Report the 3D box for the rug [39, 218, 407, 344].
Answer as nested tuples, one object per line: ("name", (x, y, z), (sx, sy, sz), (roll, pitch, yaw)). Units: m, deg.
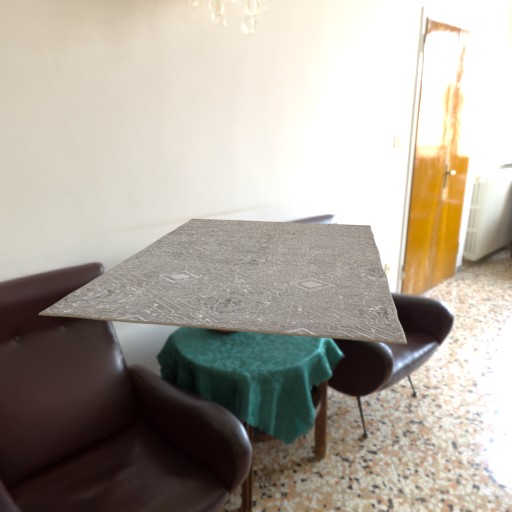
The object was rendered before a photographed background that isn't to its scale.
("rug", (0.000, 0.000, 4.423), (2.448, 0.020, 3.359), (3, 17, 10))
